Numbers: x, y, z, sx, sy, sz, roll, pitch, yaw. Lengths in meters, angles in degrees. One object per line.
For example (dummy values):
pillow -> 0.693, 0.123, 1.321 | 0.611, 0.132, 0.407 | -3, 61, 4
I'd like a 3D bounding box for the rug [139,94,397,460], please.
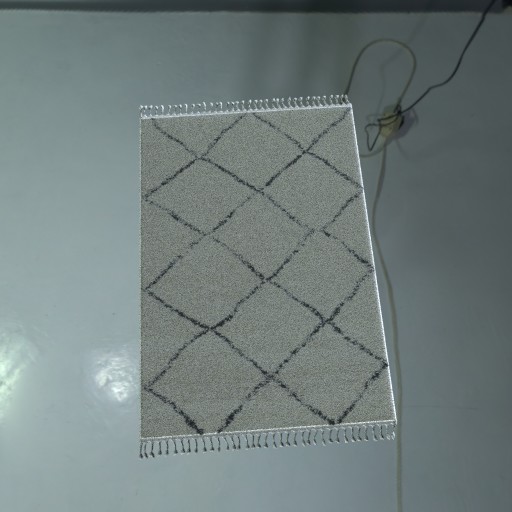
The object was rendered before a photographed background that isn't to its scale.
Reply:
rug -> 0.000, 0.000, 2.830 | 1.494, 0.031, 2.307 | -4, 75, -1
